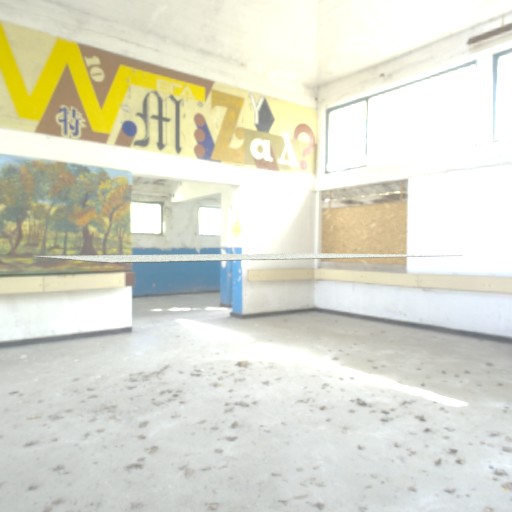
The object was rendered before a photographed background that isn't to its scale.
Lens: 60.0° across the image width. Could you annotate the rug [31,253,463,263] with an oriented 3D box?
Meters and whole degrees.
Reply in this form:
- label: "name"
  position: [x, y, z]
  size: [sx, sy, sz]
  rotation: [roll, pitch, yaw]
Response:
- label: "rug"
  position: [0.000, 0.000, 2.948]
  size: [2.439, 0.005, 1.524]
  rotation: [-1, 1, -37]
